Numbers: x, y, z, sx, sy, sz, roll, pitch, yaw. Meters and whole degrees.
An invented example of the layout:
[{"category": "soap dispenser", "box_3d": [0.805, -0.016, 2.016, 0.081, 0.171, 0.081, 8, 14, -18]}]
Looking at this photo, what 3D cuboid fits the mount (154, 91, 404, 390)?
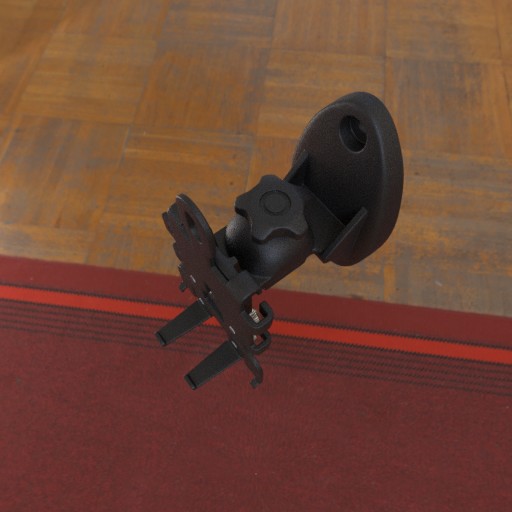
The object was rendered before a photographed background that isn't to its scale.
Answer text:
[{"category": "mount", "box_3d": [0.000, 0.000, 0.178, 0.100, 0.118, 0.066, -35, 69, -16]}]
